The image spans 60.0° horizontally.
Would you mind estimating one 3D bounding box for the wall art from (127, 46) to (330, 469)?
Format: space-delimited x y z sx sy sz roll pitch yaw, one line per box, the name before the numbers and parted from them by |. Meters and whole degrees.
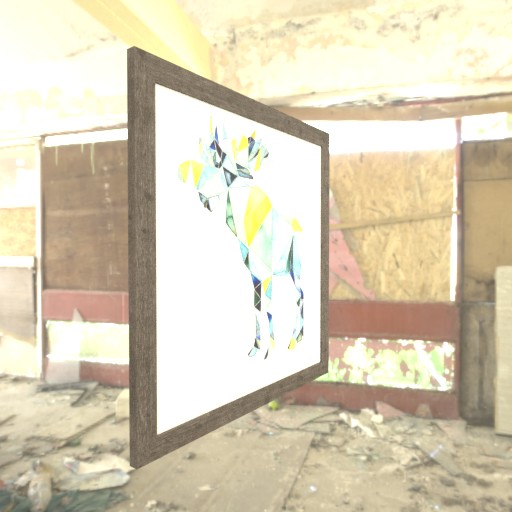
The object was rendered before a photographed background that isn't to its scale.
wall art | 0.000 0.000 0.666 0.013 0.457 0.457 1 2 36
